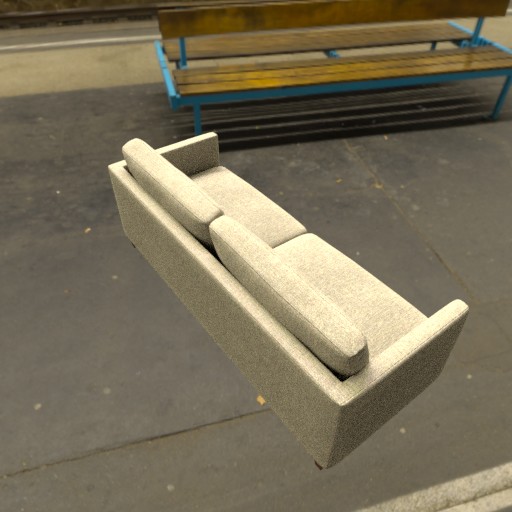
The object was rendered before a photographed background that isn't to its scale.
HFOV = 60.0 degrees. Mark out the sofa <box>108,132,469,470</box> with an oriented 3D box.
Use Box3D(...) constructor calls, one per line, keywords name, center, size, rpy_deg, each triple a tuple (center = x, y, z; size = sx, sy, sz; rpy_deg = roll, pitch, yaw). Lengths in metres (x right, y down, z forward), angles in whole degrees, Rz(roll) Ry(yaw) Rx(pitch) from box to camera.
Box3D(name="sofa", center=(0.000, 0.000, 2.907), size=(0.948, 0.951, 2.434), rpy_deg=(-27, 48, -27))
